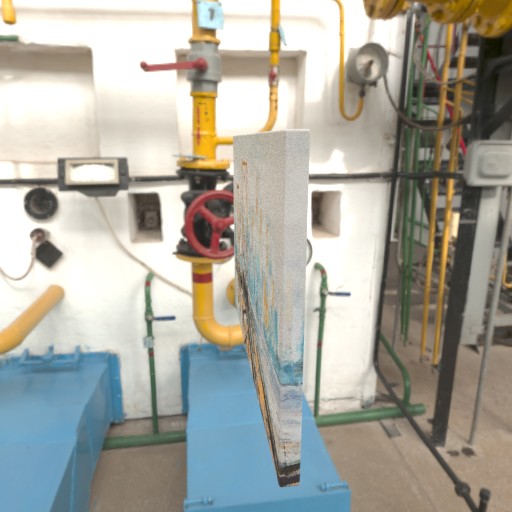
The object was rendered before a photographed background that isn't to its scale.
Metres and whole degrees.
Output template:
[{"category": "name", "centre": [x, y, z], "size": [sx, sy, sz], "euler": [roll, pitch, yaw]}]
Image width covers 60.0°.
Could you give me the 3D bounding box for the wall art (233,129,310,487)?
[{"category": "wall art", "centre": [0.000, 0.000, 1.145], "size": [0.038, 0.609, 0.913], "euler": [-2, 15, -7]}]
